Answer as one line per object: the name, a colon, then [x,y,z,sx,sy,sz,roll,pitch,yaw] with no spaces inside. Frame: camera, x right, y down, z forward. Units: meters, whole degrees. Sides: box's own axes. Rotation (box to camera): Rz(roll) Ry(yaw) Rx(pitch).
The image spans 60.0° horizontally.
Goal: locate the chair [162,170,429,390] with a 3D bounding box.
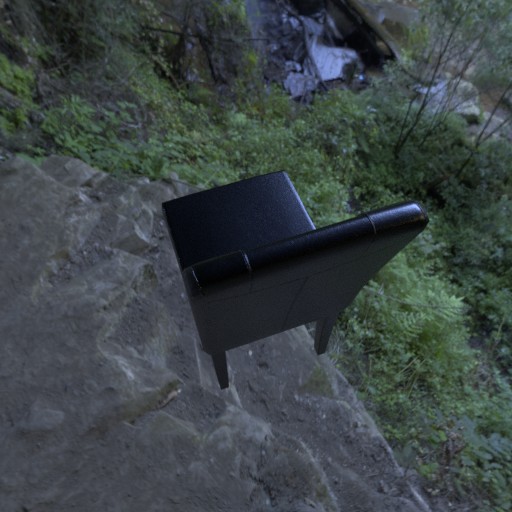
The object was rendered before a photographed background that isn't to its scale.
chair: [0.000,0.000,1.156,0.399,0.897,0.556,-17,60,-10]
